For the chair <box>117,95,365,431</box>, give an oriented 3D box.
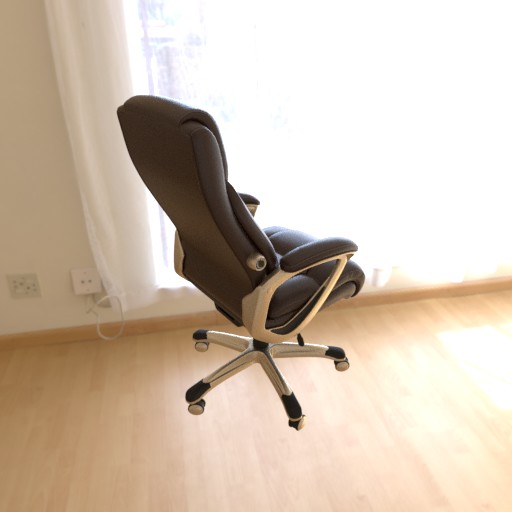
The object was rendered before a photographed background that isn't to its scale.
[{"bbox_3d":[0.000,0.000,1.685,0.749,1.194,0.692,-19,32,-32],"label":"chair"}]
